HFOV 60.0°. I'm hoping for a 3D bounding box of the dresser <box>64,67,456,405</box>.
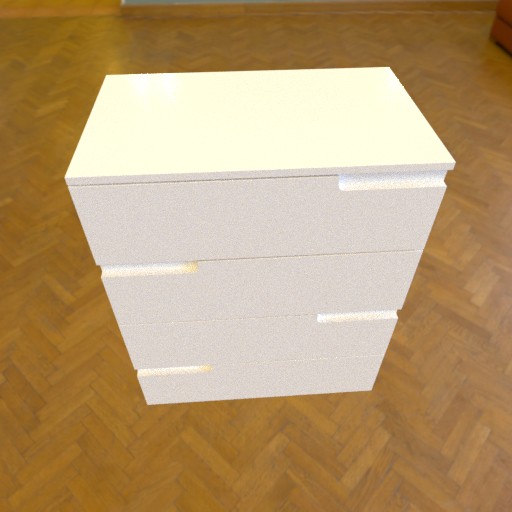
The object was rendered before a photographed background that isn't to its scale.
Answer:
[{"bbox_3d":[0.000,0.000,1.156,0.650,0.800,0.400,-3,45,-3],"label":"dresser"}]
